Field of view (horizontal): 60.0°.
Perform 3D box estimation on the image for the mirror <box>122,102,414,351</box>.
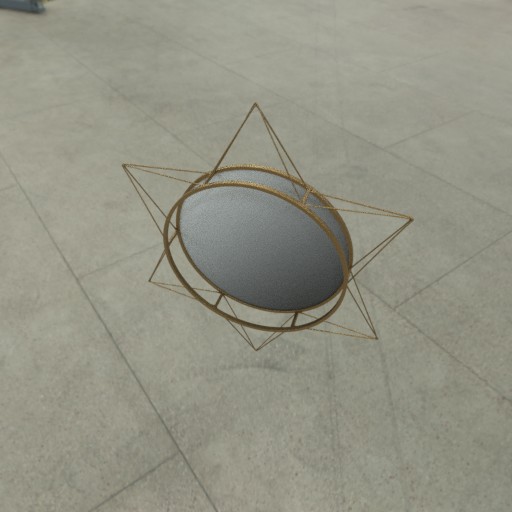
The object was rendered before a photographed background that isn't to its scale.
[{"bbox_3d":[0.000,0.000,0.818,0.498,0.581,0.062,13,43,14],"label":"mirror"}]
